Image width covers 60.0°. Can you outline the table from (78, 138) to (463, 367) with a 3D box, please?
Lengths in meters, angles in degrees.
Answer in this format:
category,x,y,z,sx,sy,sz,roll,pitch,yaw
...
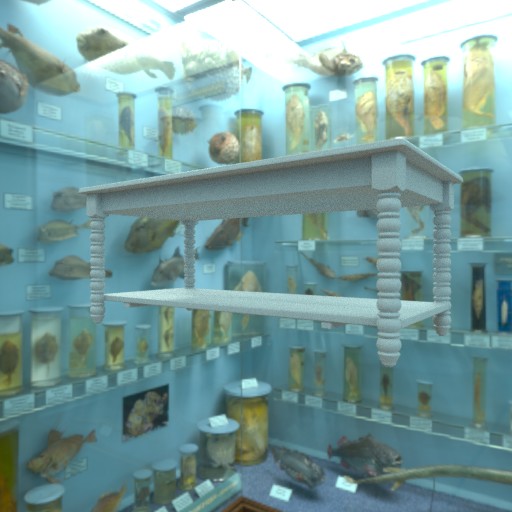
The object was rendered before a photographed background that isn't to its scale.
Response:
category,x,y,z,sx,sy,sz,roll,pitch,yaw
table,0.000,0.000,1.482,1.171,0.487,0.580,0,0,36
